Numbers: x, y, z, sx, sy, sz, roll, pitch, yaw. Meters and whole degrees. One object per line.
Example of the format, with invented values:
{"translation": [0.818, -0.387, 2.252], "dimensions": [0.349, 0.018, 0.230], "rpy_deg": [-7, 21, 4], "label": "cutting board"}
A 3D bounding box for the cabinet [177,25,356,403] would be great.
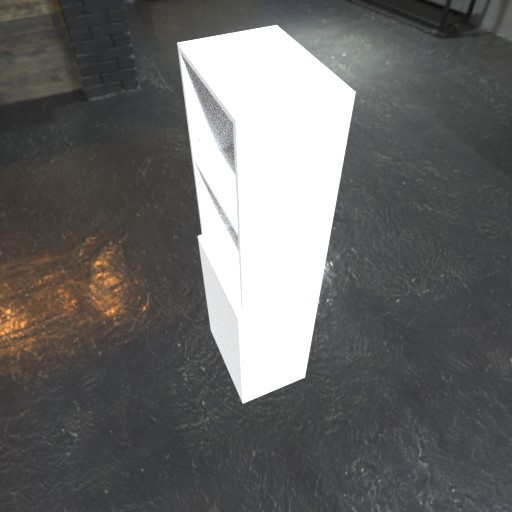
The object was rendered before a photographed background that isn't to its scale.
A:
{"translation": [0.000, 0.000, 1.553], "dimensions": [0.300, 1.350, 0.400], "rpy_deg": [-18, 51, -16], "label": "cabinet"}
